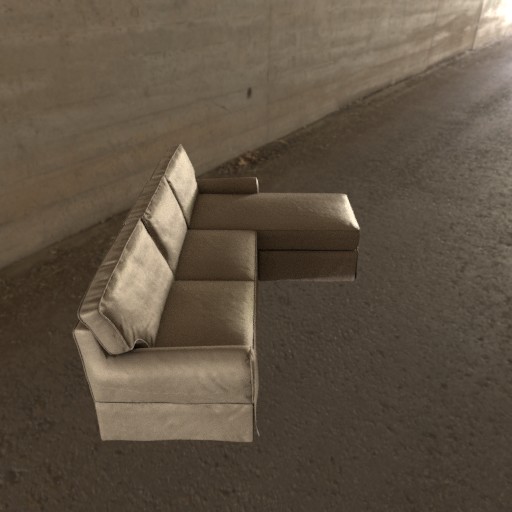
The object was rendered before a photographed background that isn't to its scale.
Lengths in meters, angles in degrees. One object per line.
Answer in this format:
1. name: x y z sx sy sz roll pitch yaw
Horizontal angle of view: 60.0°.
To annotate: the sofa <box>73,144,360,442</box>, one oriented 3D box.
1. sofa: 0.000 0.000 3.261 1.733 0.978 2.475 0 32 1
